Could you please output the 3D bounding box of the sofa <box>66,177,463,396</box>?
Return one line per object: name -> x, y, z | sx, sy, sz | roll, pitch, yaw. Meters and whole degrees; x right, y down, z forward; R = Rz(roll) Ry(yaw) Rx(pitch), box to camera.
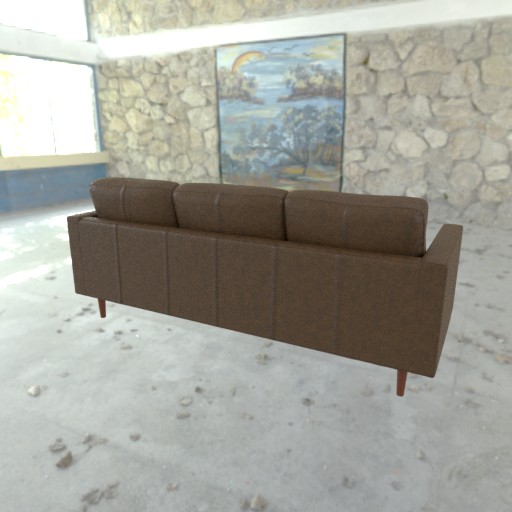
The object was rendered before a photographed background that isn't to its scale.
sofa -> 0.000, 0.000, 2.723 | 2.231, 0.930, 0.903 | 8, 18, 27
